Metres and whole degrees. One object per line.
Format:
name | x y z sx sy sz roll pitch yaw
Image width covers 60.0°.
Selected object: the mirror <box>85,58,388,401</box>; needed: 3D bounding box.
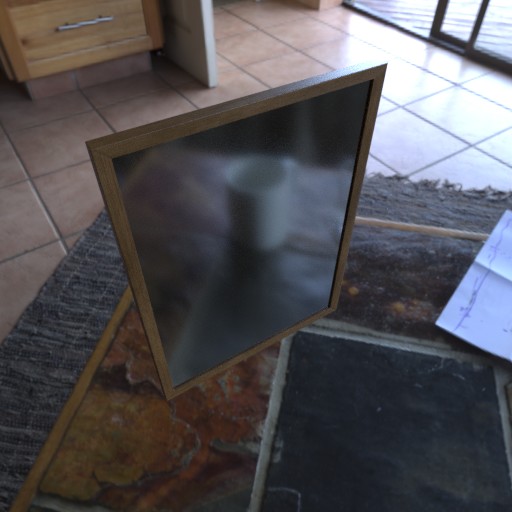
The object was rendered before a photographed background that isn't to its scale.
mirror | 0.000 0.000 1.353 0.762 1.016 0.040 -24 50 -22
